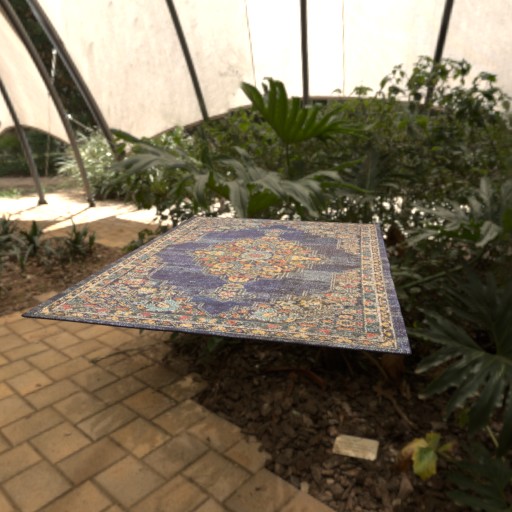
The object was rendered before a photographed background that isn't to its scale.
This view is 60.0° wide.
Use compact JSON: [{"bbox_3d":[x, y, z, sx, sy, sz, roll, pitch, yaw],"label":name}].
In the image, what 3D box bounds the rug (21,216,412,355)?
[{"bbox_3d":[0.000,0.000,2.800,1.630,0.009,2.232,3,17,11],"label":"rug"}]
